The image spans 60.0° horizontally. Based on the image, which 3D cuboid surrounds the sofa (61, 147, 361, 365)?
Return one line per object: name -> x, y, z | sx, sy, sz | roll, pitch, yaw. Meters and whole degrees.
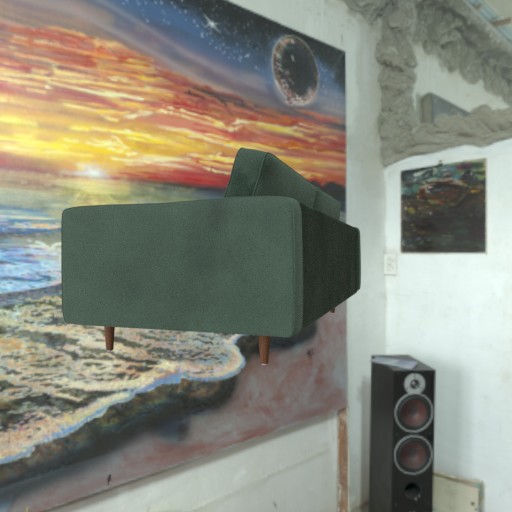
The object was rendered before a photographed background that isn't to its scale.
sofa -> 0.000, 0.000, 2.373 | 0.916, 0.772, 1.880 | 0, 0, 19
